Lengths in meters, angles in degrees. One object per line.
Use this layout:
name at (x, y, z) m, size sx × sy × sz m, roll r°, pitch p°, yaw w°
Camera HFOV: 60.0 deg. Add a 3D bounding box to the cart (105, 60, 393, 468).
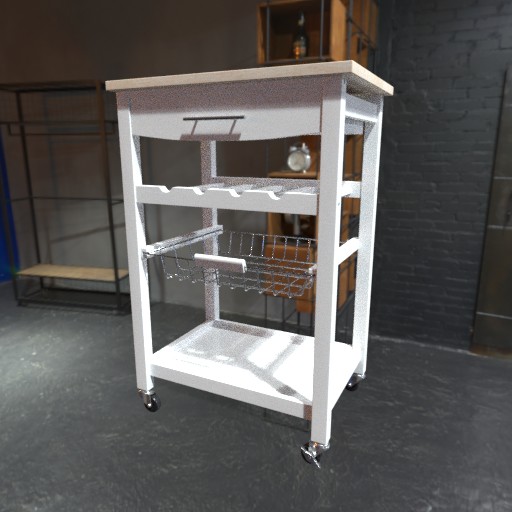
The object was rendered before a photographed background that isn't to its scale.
cart at (0.000, 0.000, 1.177) m, size 0.578 × 0.857 × 0.406 m, roll 7°, pitch 15°, yaw 26°
